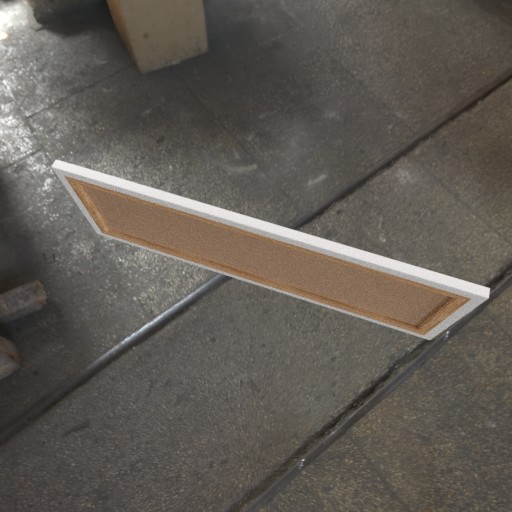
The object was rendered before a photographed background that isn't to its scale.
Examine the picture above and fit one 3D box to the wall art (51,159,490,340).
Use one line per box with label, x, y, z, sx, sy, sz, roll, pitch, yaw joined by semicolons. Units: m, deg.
wall art;0.000;0.000;1.700;1.520;0.507;0.039;17;66;8
